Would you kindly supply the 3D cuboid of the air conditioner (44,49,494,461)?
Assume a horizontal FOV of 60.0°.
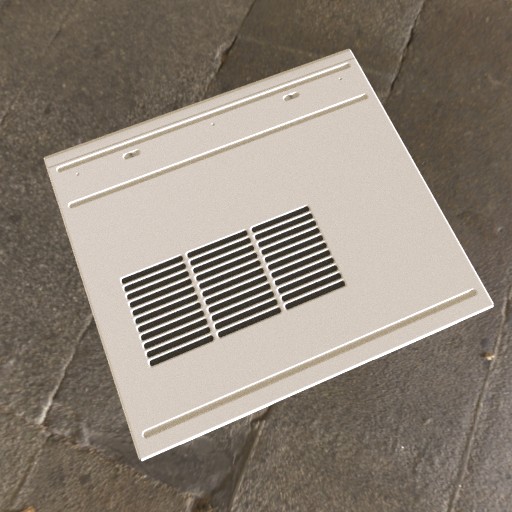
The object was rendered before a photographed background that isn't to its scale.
[{"bbox_3d":[0.000,0.000,1.020,0.645,0.455,0.599,-22,76,-6],"label":"air conditioner"}]
